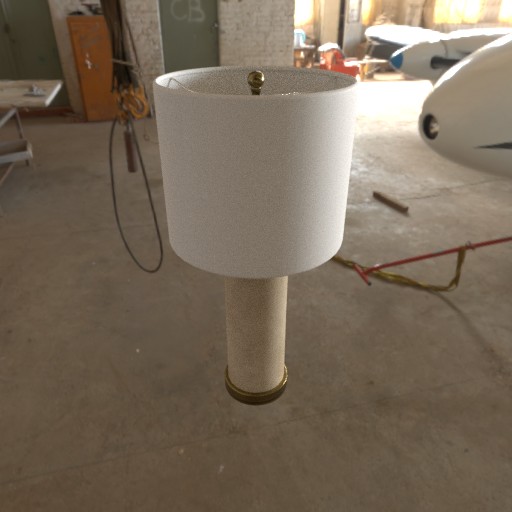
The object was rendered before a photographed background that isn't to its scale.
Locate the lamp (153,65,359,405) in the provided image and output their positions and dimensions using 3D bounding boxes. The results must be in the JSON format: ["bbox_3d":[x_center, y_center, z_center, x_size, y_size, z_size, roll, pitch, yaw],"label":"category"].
[{"bbox_3d":[0.000,0.000,0.817,0.305,0.634,0.305,11,31,19],"label":"lamp"}]
